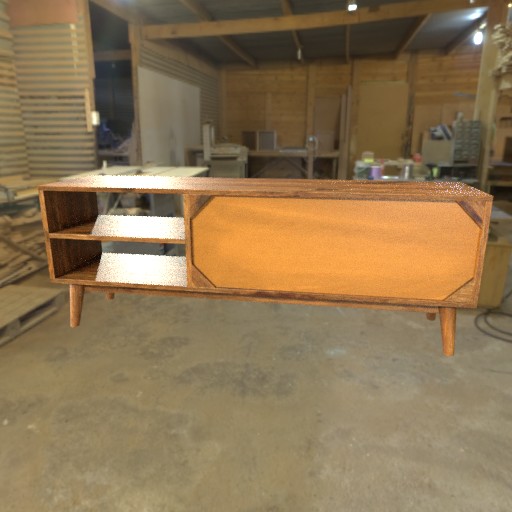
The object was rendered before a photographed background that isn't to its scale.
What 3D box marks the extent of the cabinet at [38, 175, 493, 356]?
[{"bbox_3d":[0.000,0.000,1.633,1.448,0.528,0.349,3,16,9],"label":"cabinet"}]
